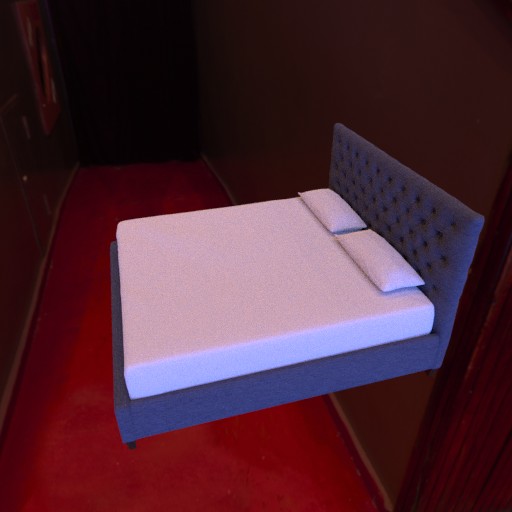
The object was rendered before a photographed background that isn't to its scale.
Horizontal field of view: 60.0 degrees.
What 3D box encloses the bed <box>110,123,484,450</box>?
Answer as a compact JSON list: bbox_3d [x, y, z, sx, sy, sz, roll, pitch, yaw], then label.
[{"bbox_3d":[0.000,0.000,3.633,2.387,1.427,2.078,-9,34,-13],"label":"bed"}]
